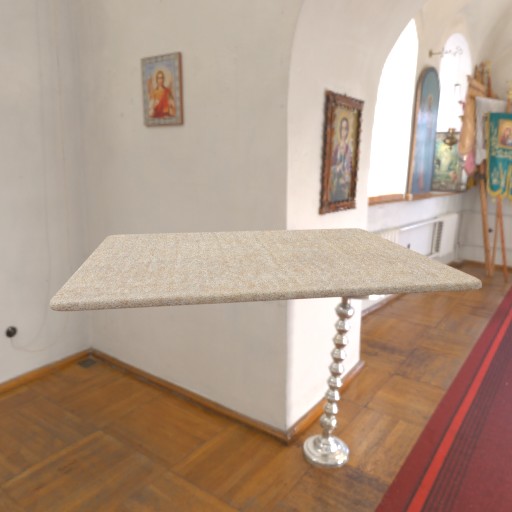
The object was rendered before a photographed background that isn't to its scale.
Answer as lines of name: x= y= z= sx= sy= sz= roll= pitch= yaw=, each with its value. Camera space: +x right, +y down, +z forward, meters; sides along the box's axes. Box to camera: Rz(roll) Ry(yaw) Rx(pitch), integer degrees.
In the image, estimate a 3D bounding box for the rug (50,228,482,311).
rug: x=0.000 y=0.000 z=3.443 sx=2.528 sy=0.048 sz=2.009 roll=-2 pitch=13 yaw=-9
